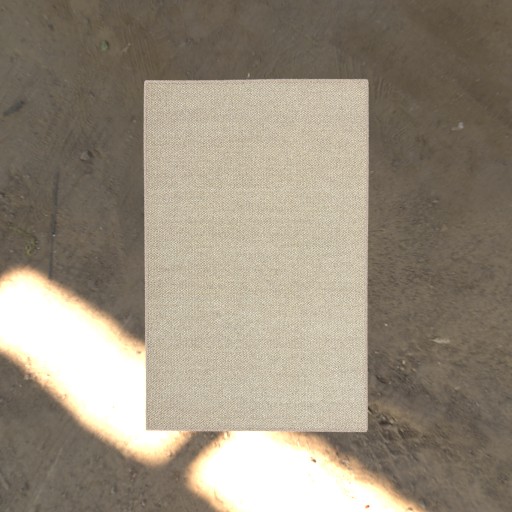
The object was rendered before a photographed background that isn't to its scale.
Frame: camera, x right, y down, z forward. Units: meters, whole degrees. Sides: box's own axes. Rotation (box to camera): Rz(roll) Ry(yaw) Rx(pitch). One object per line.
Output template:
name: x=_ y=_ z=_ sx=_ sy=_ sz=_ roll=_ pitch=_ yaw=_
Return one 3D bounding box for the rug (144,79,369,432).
rug: x=0.000 y=0.000 z=2.110 sx=1.067 sy=0.013 sz=1.676 roll=0 pitch=90 yaw=0
